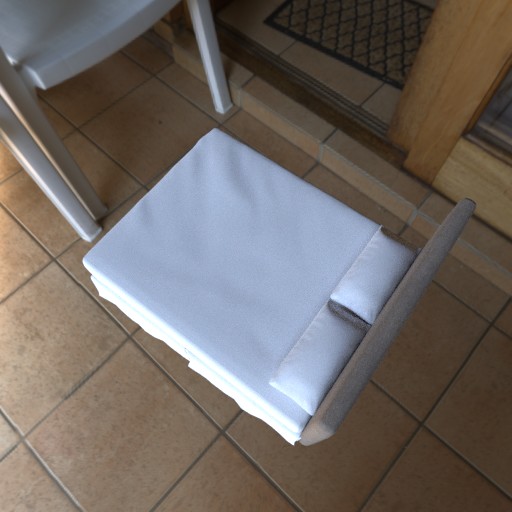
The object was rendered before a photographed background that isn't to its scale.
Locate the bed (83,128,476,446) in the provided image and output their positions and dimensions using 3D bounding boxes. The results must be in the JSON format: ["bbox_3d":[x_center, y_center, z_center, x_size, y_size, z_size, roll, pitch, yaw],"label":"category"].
[{"bbox_3d":[0.000,0.000,3.248,2.142,1.330,1.723,34,69,15],"label":"bed"}]
